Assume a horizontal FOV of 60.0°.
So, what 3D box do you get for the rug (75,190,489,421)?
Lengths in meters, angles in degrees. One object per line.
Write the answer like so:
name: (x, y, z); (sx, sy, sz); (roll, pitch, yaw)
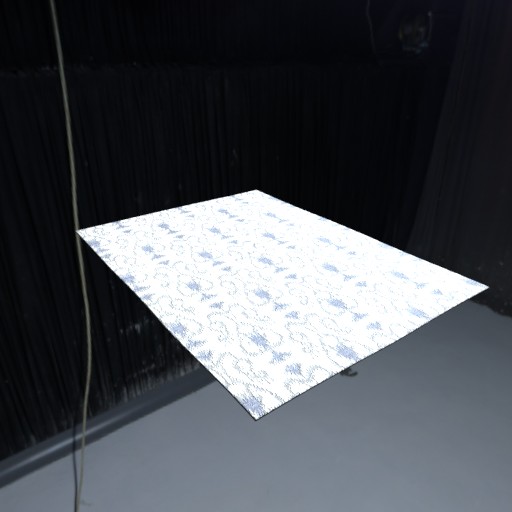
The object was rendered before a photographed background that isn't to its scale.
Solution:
rug: (0.000, 0.000, 2.919); (1.676, 0.013, 2.261); (-18, 31, -32)
